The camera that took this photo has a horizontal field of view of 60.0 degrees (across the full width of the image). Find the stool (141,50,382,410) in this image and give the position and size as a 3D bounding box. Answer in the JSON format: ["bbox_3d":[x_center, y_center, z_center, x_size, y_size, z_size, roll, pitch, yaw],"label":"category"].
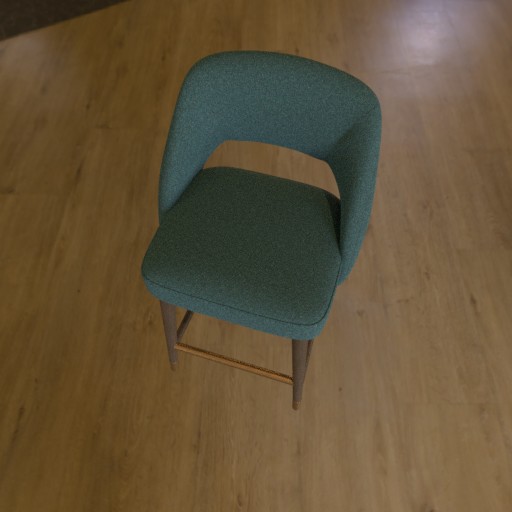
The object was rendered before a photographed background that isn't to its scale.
[{"bbox_3d":[0.000,0.000,1.255,0.536,0.939,0.522,15,59,9],"label":"stool"}]
